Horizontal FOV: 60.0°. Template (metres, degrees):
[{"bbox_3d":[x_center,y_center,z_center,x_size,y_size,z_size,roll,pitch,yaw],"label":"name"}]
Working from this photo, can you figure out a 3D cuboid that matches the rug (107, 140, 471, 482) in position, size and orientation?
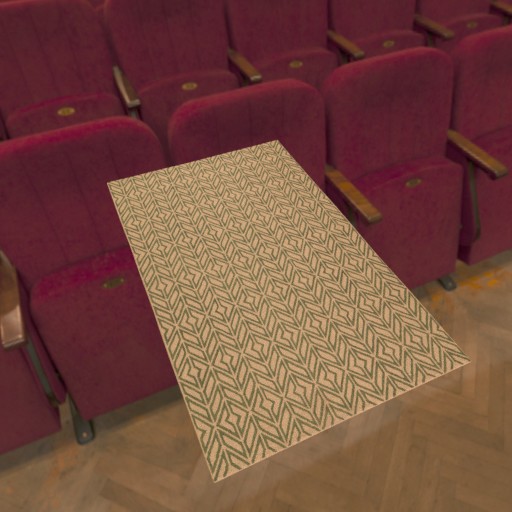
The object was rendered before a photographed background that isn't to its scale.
[{"bbox_3d":[0.000,0.000,2.995,1.517,0.011,2.435,-18,49,-16],"label":"rug"}]
